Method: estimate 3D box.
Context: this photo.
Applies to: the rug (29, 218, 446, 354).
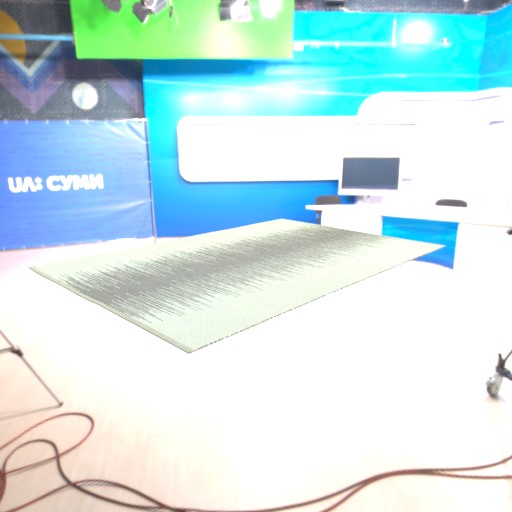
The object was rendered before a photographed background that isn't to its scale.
[{"bbox_3d":[0.000,0.000,2.287,1.226,0.007,1.815,14,21,43],"label":"rug"}]
